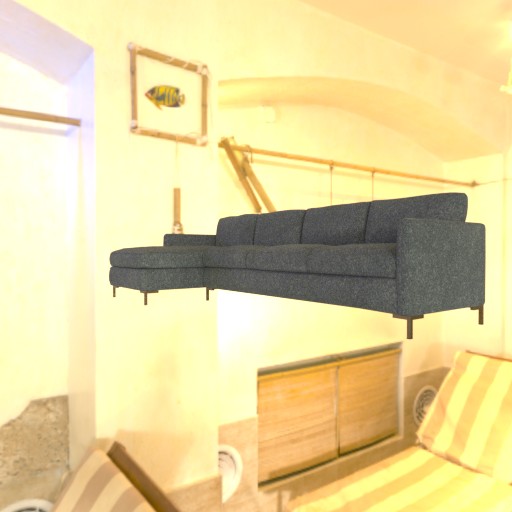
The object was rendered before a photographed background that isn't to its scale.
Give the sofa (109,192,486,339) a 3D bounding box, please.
[{"bbox_3d":[0.000,0.000,3.433,1.350,0.810,2.932,-1,1,-37],"label":"sofa"}]
